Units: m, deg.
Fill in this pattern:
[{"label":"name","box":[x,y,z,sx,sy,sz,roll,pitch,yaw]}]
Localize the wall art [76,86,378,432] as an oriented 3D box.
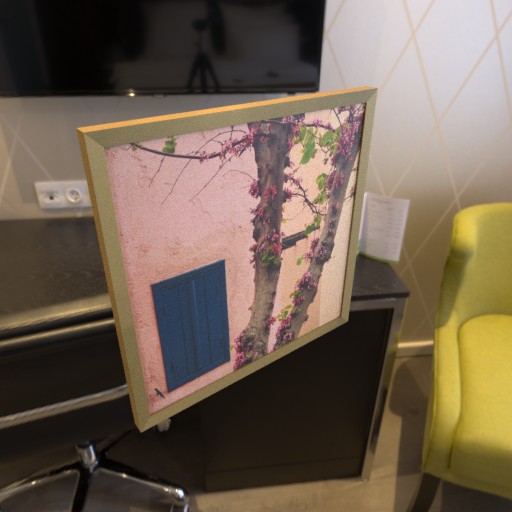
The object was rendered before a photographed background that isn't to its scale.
[{"label":"wall art","box":[0.000,0.000,1.155,0.762,0.762,0.038,-20,35,-31]}]
